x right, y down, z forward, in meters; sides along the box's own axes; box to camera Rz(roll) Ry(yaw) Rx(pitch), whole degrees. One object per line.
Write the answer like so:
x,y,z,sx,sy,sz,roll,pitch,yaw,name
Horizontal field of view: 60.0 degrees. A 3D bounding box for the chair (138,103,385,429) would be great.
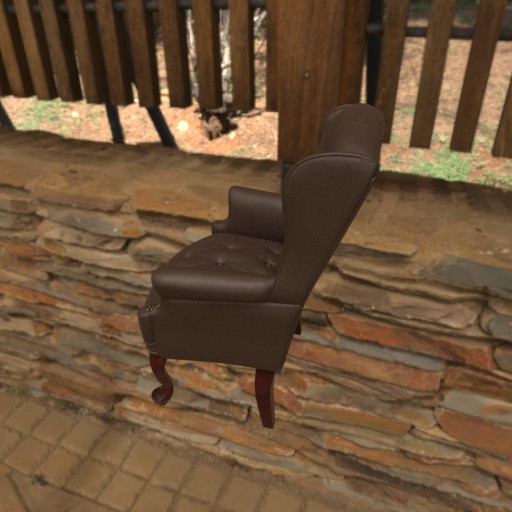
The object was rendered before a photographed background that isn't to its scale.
0.000,0.000,1.699,0.819,1.132,0.829,8,30,13,chair
